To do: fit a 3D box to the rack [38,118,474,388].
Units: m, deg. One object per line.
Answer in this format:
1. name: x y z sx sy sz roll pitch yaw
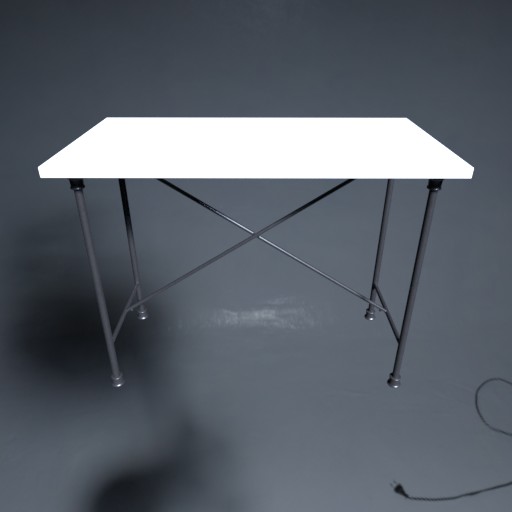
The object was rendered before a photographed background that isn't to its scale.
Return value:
1. rack: 0.000 0.000 1.657 1.159 0.880 0.613 0 29 0
